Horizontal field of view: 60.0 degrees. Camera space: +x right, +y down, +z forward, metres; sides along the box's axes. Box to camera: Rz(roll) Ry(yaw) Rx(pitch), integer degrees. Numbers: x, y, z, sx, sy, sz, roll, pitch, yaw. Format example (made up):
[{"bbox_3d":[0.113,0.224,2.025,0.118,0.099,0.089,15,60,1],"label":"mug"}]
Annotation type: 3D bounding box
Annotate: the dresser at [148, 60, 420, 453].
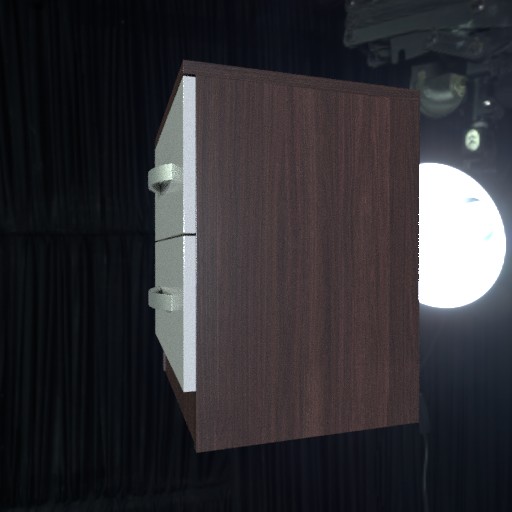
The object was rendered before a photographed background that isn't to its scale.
[{"bbox_3d":[0.000,0.000,0.764,0.360,0.470,0.400,0,1,-17],"label":"dresser"}]
